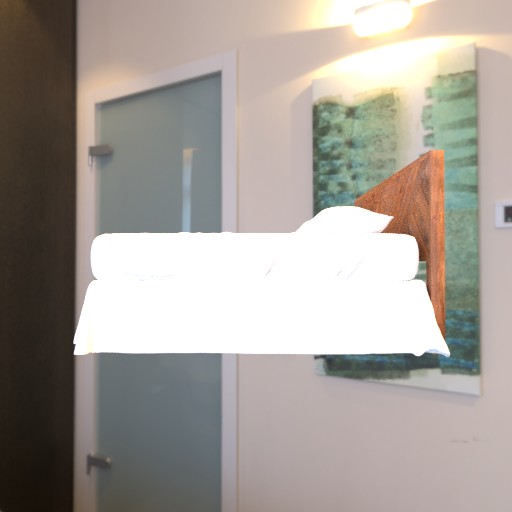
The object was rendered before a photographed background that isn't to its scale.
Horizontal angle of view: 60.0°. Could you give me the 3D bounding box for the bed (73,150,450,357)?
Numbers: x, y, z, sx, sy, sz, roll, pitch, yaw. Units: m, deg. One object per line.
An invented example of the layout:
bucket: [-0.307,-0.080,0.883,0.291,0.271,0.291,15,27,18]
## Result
bed: [0.000,0.000,3.488,2.165,1.158,2.255,0,-1,0]
